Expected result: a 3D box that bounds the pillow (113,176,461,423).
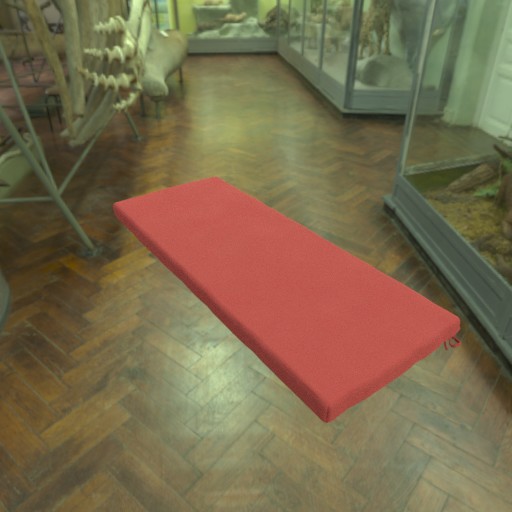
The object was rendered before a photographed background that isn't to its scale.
[{"bbox_3d":[0.000,0.000,1.380,0.492,0.081,1.187,-21,38,-30],"label":"pillow"}]
